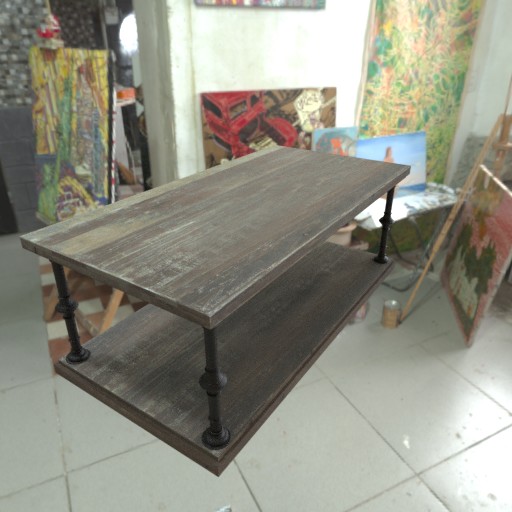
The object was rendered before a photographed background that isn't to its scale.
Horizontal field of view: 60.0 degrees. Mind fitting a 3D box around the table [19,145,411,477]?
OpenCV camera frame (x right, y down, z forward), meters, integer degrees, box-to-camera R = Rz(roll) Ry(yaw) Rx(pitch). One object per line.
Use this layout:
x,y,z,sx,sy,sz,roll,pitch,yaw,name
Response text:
0.000,0.000,1.355,0.554,0.399,1.088,17,32,30,table
